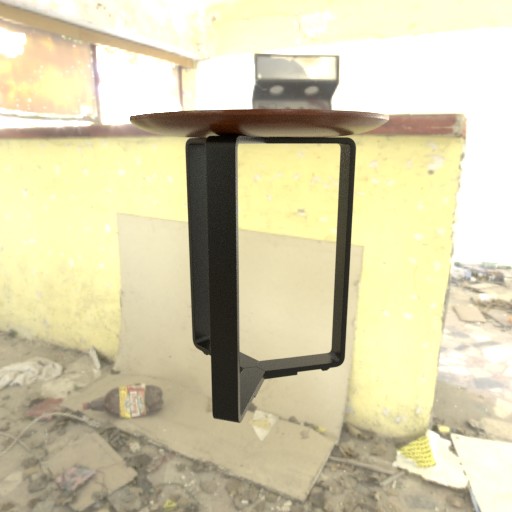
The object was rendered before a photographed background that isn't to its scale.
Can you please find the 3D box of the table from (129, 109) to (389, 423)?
[{"bbox_3d":[0.000,0.000,0.758,0.380,0.450,0.410,-13,19,-43],"label":"table"}]
